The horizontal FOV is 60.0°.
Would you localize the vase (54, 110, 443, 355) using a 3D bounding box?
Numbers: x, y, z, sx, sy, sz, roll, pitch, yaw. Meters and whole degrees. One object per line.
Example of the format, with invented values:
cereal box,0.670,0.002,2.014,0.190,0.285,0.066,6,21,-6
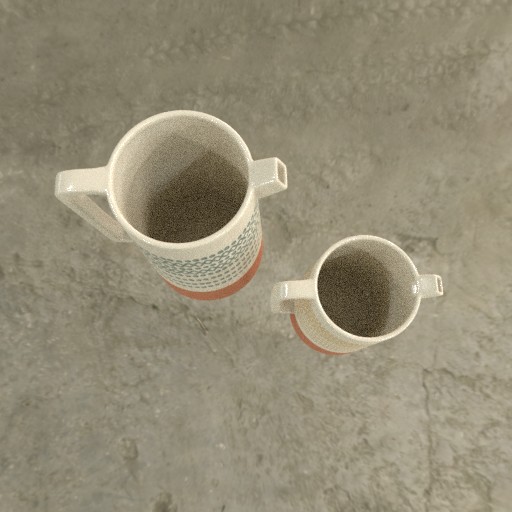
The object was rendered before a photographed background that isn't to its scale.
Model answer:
vase,0.000,0.000,0.466,0.326,0.247,0.168,38,79,8
